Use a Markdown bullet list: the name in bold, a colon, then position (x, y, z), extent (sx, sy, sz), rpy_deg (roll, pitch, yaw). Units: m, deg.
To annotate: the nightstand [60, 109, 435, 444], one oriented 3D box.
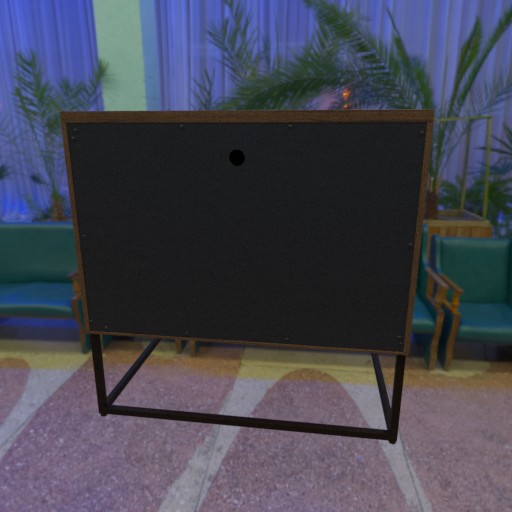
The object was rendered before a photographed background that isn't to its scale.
- **nightstand**: position (0.000, 0.000, 0.999), extent (0.610, 0.610, 0.437), rpy_deg (2, 16, 8)
